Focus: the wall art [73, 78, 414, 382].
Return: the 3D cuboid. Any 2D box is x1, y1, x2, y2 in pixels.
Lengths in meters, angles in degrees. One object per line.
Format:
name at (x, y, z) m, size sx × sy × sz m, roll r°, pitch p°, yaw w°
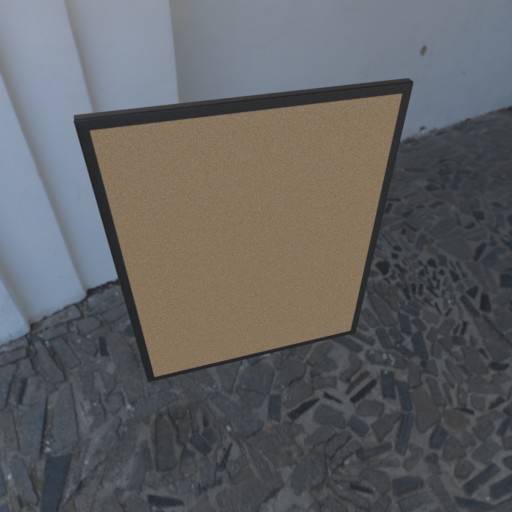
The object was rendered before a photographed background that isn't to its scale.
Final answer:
wall art at (0.000, 0.000, 0.802) m, size 0.481 × 0.582 × 0.018 m, roll -11°, pitch 42°, yaw -12°
